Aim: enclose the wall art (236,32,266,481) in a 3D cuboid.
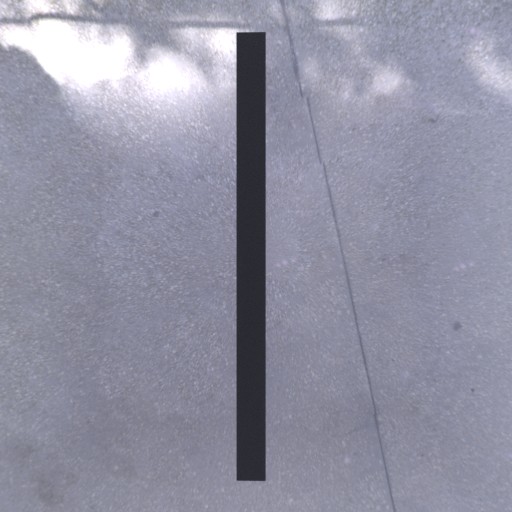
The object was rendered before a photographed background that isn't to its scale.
[{"bbox_3d":[0.000,0.000,0.755,0.033,0.507,0.508,0,90,1],"label":"wall art"}]
